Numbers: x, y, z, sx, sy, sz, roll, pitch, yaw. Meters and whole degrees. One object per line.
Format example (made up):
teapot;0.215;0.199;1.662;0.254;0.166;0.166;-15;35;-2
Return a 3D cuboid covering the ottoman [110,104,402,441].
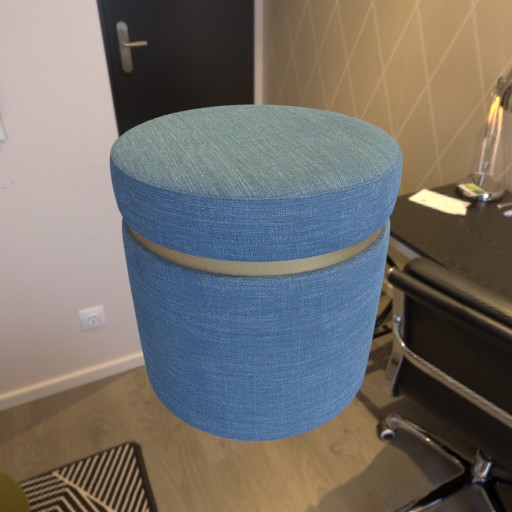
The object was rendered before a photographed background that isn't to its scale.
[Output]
ottoman;0.000;0.000;0.711;0.398;0.406;0.398;0;32;0
